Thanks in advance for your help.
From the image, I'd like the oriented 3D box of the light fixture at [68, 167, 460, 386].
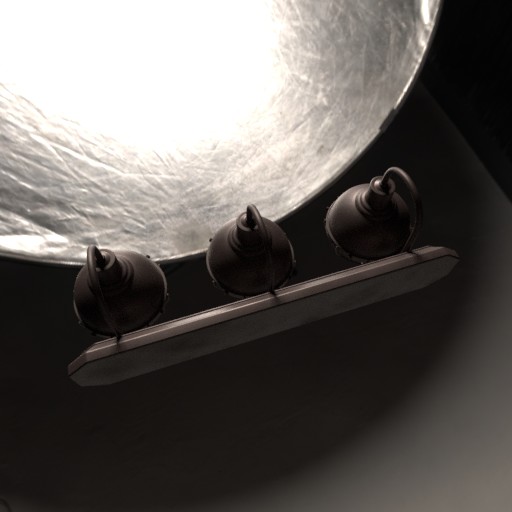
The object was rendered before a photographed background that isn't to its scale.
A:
[{"bbox_3d":[0.000,0.000,0.743,0.634,0.254,0.229,-16,60,-9],"label":"light fixture"}]
